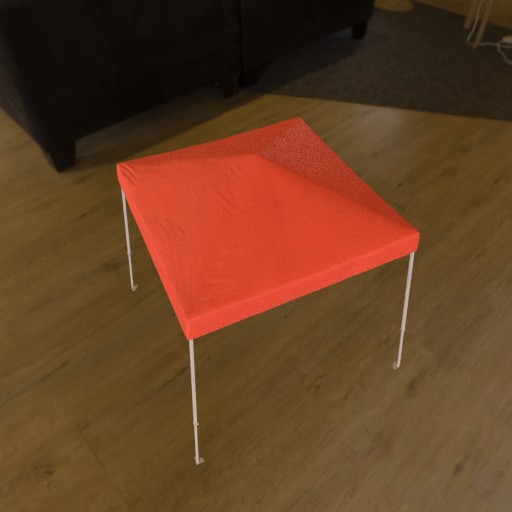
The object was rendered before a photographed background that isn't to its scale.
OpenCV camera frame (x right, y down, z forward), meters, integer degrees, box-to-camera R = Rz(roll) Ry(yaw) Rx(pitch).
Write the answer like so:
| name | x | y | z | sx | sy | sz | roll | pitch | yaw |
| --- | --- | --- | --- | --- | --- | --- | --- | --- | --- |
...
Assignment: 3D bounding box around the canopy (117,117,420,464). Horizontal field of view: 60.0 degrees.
| name | x | y | z | sx | sy | sz | roll | pitch | yaw |
| --- | --- | --- | --- | --- | --- | --- | --- | --- | --- |
| canopy | 0.000 | 0.000 | 5.255 | 2.849 | 2.850 | 2.850 | -19 | 50 | -17 |
